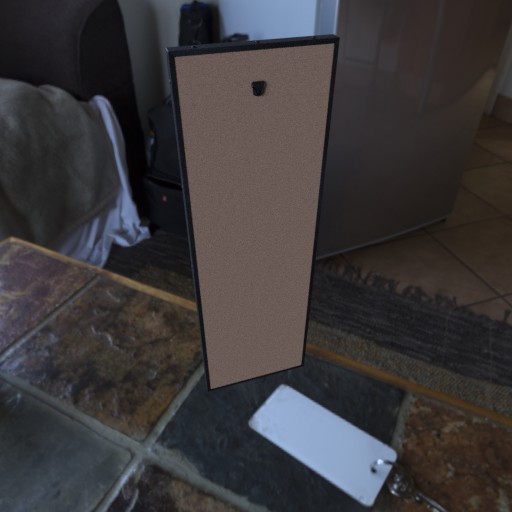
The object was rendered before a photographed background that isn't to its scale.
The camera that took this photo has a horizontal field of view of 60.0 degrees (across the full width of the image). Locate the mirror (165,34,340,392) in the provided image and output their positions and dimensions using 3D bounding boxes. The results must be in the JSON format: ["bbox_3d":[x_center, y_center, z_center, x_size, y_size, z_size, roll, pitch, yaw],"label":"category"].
[{"bbox_3d":[0.000,0.000,1.205,0.354,1.080,0.042,-11,40,-14],"label":"mirror"}]
